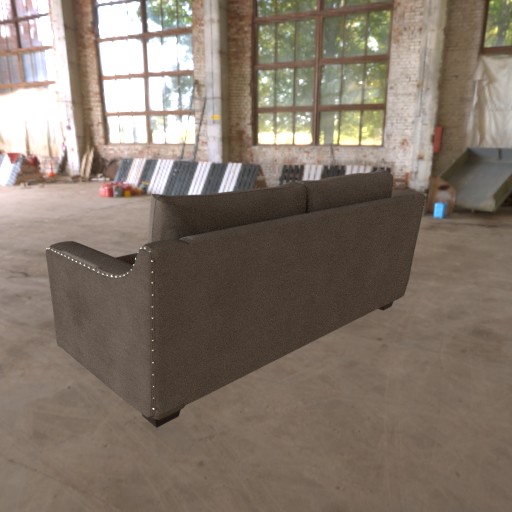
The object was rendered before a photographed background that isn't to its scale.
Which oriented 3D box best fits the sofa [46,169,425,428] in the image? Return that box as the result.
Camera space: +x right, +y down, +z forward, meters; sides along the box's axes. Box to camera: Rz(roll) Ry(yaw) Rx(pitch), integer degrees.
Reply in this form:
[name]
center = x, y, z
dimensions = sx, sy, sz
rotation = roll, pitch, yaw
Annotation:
[sofa]
center = 0.000, 0.000, 3.284
dimensions = 2.550, 1.196, 1.336
rotation = -15, 21, -42
